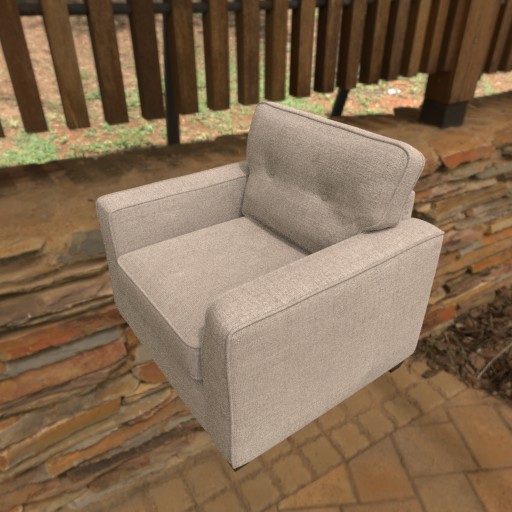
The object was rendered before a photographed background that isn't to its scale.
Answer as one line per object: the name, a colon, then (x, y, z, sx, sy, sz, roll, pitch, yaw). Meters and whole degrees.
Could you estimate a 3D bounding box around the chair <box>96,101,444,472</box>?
chair: (0.000, 0.000, 1.736, 0.939, 0.965, 1.015, -21, 38, -30)
